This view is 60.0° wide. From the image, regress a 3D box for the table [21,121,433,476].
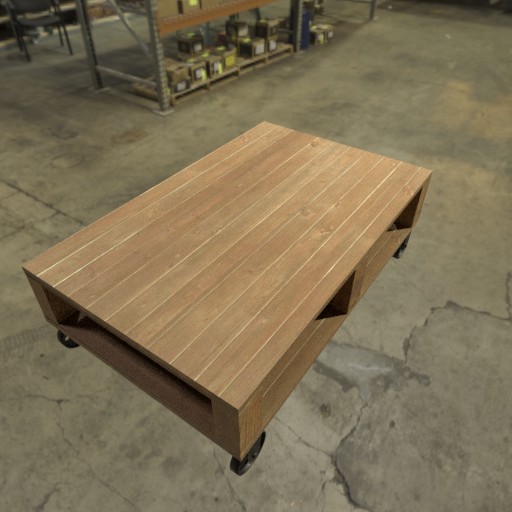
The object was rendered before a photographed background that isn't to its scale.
[{"bbox_3d":[0.000,0.000,1.701,0.827,0.413,1.299,25,46,26],"label":"table"}]
